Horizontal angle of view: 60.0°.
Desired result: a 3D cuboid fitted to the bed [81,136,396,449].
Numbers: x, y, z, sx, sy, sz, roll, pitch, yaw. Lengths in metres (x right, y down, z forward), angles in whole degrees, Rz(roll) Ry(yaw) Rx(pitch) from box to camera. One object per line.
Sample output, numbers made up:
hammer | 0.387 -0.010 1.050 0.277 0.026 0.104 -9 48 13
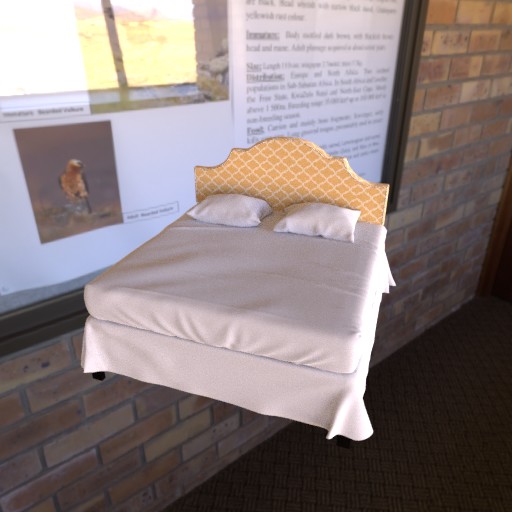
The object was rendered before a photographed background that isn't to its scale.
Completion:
bed | 0.000 0.000 3.726 2.314 1.601 2.222 9 28 17
